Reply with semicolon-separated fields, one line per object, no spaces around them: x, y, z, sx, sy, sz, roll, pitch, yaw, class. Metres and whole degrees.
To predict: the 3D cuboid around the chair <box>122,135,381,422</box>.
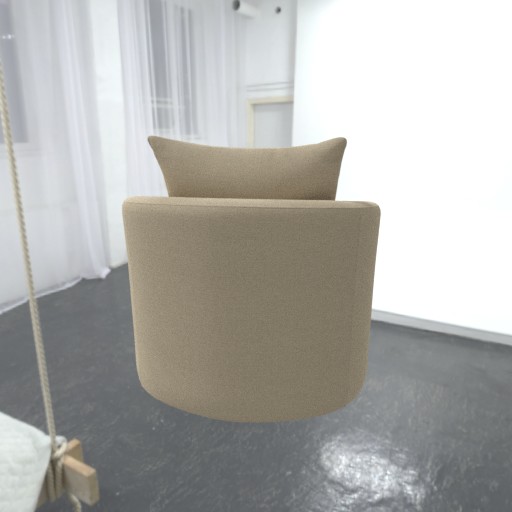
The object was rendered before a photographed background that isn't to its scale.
0.000;0.000;1.620;0.845;0.848;0.910;3;15;9;chair
